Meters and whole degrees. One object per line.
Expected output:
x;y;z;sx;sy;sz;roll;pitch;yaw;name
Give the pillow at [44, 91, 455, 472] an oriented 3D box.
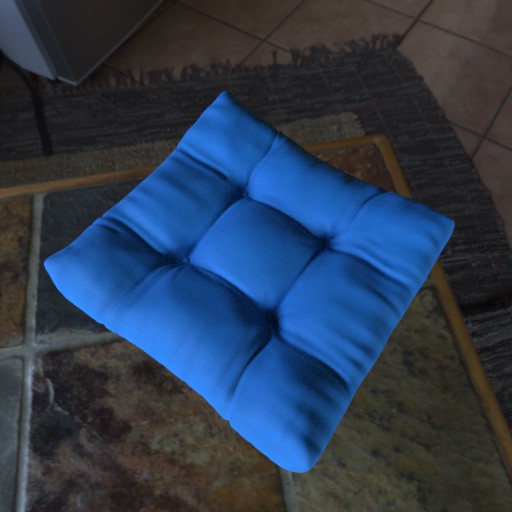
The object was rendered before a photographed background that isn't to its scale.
0.000;0.000;0.726;0.490;0.128;0.468;33;68;15;pillow
